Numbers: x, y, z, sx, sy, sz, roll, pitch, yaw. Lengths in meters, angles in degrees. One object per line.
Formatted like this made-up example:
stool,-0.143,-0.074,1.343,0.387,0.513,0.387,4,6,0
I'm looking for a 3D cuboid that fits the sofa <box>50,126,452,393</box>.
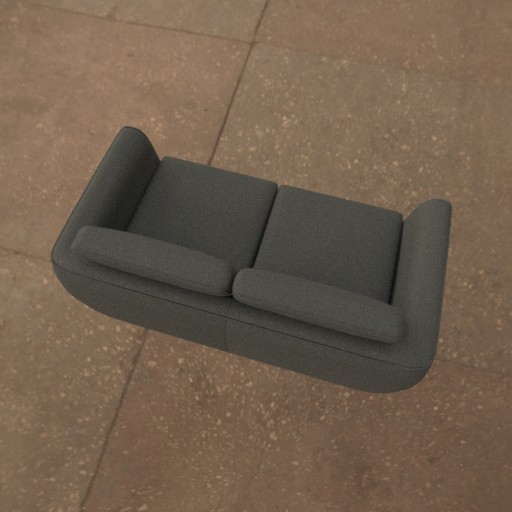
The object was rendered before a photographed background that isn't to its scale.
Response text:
sofa,0.000,0.000,2.170,1.700,0.850,0.920,15,64,7
